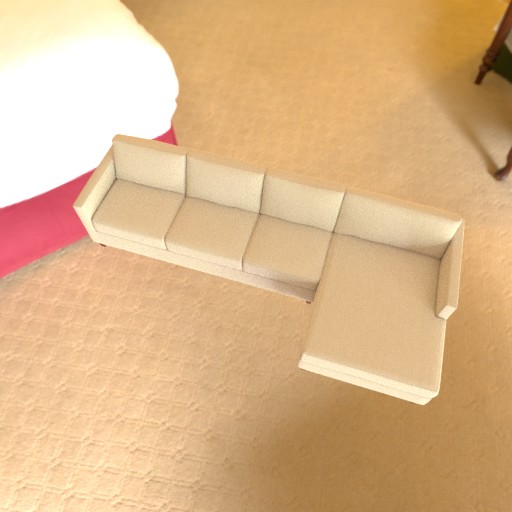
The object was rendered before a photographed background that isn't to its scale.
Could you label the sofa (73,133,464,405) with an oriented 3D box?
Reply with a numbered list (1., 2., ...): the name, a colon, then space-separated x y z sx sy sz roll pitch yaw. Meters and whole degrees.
1. sofa: 0.000 0.000 4.088 3.471 0.954 1.599 15 60 9
